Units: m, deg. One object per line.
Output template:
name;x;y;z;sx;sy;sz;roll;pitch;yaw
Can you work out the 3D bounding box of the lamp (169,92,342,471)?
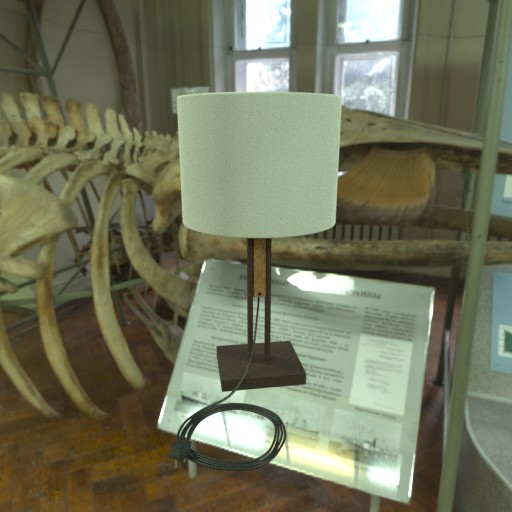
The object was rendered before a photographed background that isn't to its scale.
lamp;0.000;0.000;0.977;0.396;0.668;0.525;-3;16;-9
